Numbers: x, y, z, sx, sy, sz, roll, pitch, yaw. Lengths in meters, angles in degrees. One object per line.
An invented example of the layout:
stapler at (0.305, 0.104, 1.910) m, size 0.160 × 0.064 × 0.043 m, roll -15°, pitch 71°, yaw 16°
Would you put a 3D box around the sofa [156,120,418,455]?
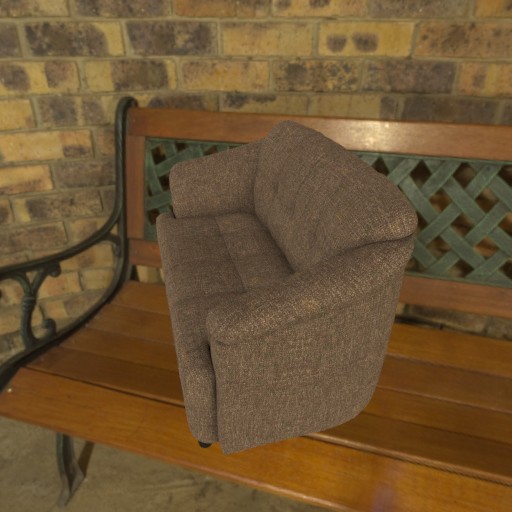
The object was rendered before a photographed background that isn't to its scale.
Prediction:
sofa at (0.000, 0.000, 1.929) m, size 0.799 × 0.895 × 1.404 m, roll -8°, pitch 31°, yaw -13°
